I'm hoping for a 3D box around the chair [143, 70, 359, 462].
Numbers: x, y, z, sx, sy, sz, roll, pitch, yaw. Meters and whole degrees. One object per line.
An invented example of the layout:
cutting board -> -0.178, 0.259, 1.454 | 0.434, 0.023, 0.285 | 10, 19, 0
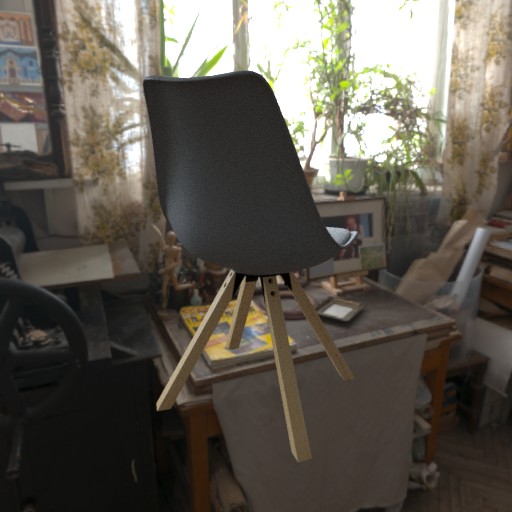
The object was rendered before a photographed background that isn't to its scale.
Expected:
chair -> 0.000, 0.000, 1.162 | 0.485, 0.850, 0.549 | 9, 19, 26
